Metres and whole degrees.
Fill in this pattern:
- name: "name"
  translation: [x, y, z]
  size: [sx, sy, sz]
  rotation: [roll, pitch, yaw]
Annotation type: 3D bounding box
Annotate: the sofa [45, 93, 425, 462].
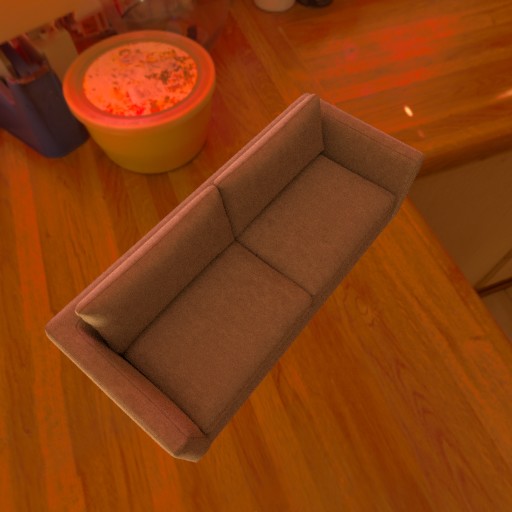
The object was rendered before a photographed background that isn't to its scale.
- name: "sofa"
  translation: [0.000, 0.000, 2.556]
  size: [0.889, 0.864, 2.121]
  rotation: [35, 66, 18]
